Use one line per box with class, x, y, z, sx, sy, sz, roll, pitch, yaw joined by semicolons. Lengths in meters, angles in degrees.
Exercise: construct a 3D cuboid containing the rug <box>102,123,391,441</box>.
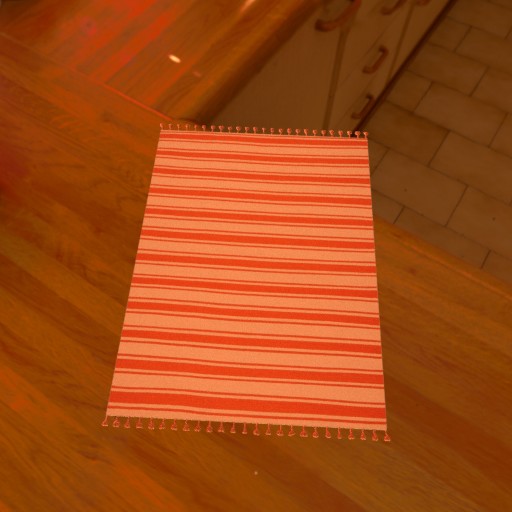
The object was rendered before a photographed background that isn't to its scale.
rug;0.000;0.000;4.487;2.451;0.035;3.369;3;64;1
